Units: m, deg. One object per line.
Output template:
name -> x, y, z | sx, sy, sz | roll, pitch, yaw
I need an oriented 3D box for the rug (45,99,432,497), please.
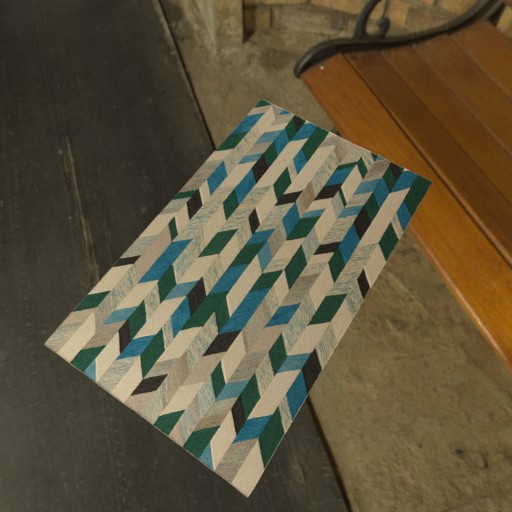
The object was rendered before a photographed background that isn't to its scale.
rug -> 0.000, 0.000, 2.977 | 1.507, 0.007, 2.433 | 31, 68, 14
